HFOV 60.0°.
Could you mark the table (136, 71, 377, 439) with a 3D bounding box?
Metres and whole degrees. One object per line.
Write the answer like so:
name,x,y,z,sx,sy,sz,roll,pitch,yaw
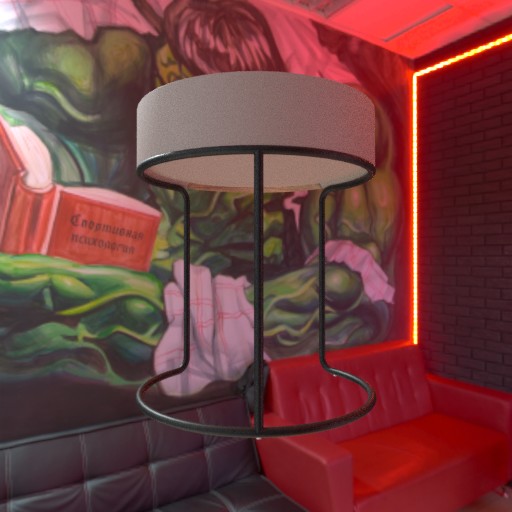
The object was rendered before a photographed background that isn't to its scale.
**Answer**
table,0.000,0.000,0.859,0.450,0.530,0.450,0,0,0
